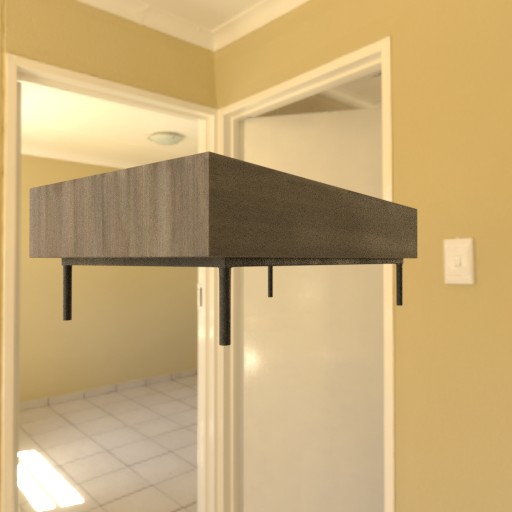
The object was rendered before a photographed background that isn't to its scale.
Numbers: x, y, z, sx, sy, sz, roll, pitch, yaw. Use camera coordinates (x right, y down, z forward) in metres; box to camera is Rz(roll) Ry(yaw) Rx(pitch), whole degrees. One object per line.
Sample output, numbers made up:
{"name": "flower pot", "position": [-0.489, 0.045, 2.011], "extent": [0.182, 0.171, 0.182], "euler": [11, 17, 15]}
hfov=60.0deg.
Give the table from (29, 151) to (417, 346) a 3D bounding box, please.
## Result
{"name": "table", "position": [0.000, 0.000, 1.377], "extent": [0.643, 0.347, 1.088], "euler": [0, -1, 38]}
